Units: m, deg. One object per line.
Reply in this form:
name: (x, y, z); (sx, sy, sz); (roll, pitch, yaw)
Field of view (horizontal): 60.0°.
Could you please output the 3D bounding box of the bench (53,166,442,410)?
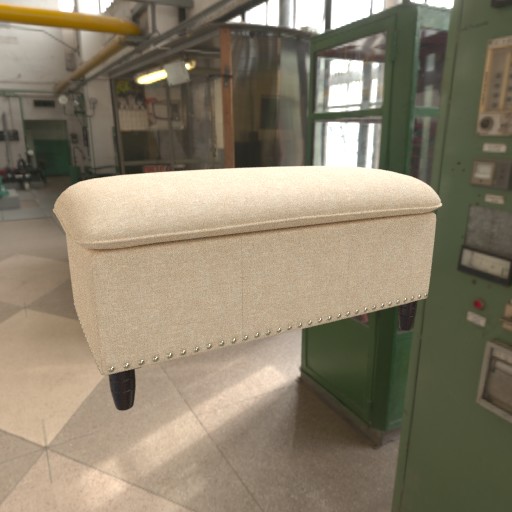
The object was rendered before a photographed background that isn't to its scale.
bench: (0.000, 0.000, 1.247); (0.991, 0.483, 0.483); (-8, 18, -27)
